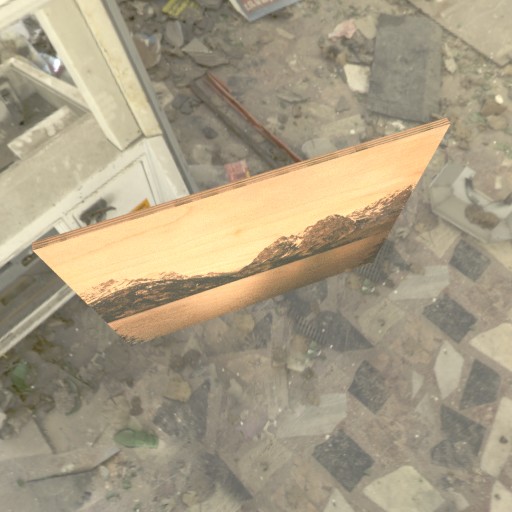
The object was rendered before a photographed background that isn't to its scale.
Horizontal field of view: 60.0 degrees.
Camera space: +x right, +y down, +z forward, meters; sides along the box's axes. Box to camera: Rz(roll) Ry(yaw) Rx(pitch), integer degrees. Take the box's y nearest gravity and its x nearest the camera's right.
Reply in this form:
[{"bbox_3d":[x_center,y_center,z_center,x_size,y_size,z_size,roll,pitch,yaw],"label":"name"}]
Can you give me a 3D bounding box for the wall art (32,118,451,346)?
[{"bbox_3d":[0.000,0.000,0.693,0.508,0.408,0.010,-18,66,-9],"label":"wall art"}]
